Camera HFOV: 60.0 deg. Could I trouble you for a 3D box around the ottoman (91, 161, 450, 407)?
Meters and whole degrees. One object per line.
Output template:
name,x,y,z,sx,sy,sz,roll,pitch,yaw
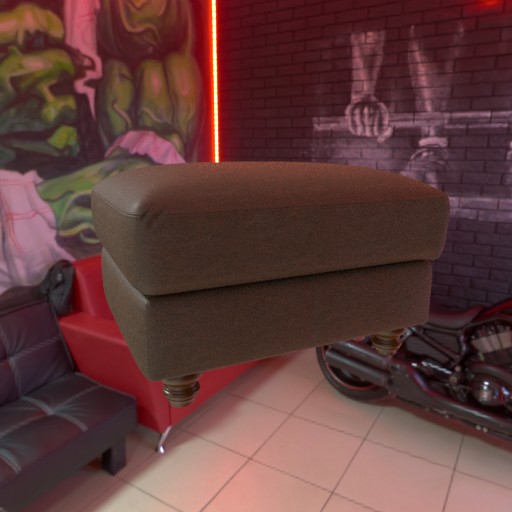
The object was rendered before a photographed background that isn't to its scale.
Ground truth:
ottoman,0.000,0.000,1.219,0.787,0.508,0.635,-6,15,-25
